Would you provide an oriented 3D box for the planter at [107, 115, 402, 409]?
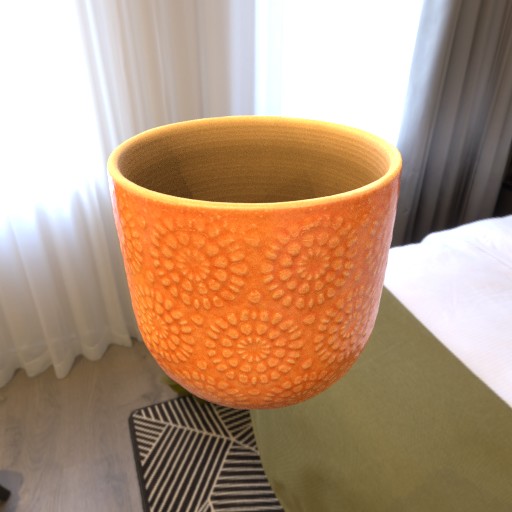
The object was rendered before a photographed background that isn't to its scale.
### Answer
[{"bbox_3d":[0.000,0.000,0.293,0.170,0.152,0.170,0,31,0],"label":"planter"}]
